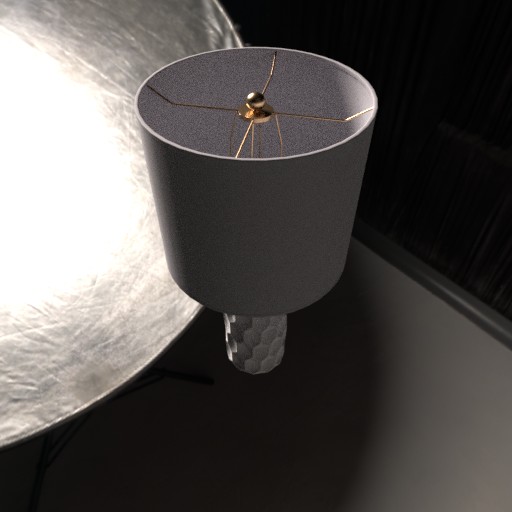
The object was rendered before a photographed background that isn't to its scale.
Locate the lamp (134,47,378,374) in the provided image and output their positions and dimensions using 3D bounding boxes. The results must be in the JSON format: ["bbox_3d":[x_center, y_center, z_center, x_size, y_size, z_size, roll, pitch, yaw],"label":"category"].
[{"bbox_3d":[0.000,0.000,0.702,0.277,0.537,0.277,-31,53,-26],"label":"lamp"}]
